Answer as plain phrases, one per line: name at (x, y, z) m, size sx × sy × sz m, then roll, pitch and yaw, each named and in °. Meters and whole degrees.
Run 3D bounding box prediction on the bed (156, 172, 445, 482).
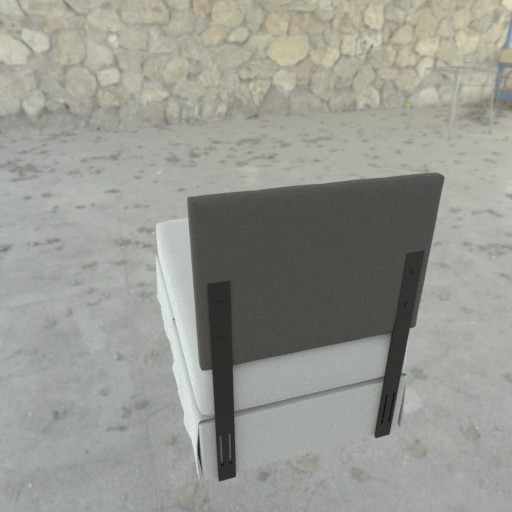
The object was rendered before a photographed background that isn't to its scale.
bed at (0.000, 0.000, 2.971) m, size 1.261 × 1.571 × 1.997 m, roll -8°, pitch 28°, yaw -15°
